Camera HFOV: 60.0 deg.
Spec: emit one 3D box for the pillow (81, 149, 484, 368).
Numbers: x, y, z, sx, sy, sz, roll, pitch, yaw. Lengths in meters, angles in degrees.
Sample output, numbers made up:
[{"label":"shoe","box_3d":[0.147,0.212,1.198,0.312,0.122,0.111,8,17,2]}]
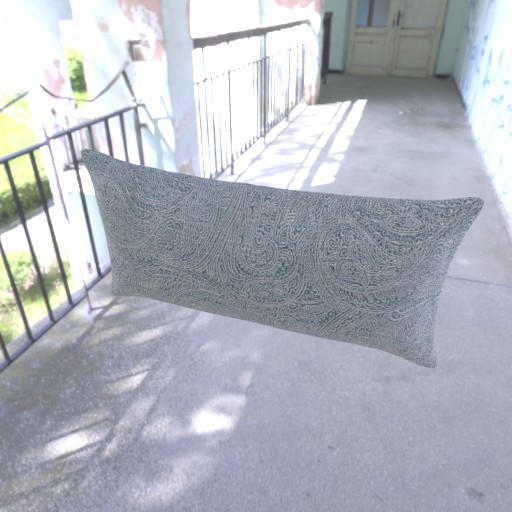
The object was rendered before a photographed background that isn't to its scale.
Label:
[{"label":"pillow","box_3d":[0.000,0.000,0.725,0.615,0.295,0.151,10,32,16]}]
